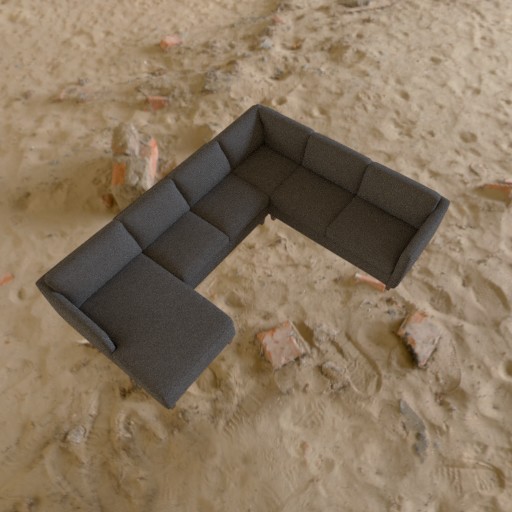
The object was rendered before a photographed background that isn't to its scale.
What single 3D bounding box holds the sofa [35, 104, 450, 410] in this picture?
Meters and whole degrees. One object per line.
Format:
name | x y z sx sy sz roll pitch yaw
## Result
sofa | 0.000 0.000 4.429 2.551 0.853 3.238 33 62 20
